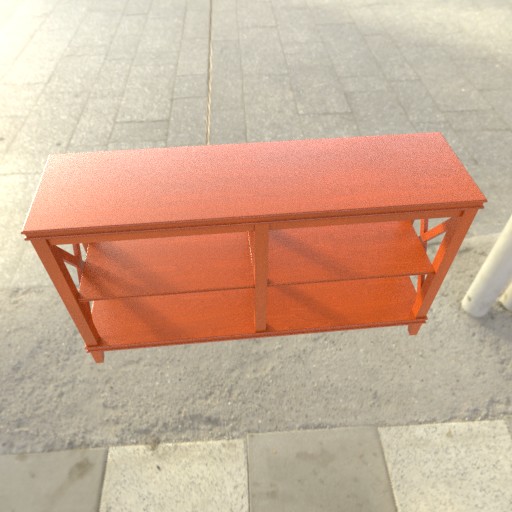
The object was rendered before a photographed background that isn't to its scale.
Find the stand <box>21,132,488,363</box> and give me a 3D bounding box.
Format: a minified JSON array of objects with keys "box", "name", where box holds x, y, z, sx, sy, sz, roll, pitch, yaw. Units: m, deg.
[{"box":[0.000,0.000,1.701,1.372,0.762,0.381,-4,48,-4],"name":"stand"}]
